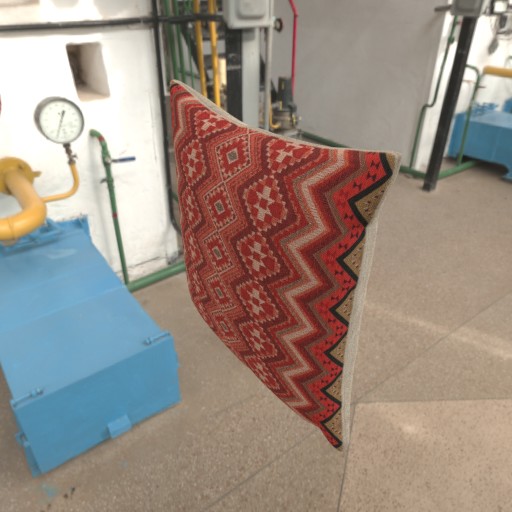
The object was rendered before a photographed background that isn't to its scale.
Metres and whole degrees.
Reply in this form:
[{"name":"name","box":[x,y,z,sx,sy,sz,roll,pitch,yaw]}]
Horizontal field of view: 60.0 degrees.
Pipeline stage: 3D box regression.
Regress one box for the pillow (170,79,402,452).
[{"name":"pillow","box":[0.000,0.000,0.768,0.158,0.511,0.513,-21,38,-30]}]
